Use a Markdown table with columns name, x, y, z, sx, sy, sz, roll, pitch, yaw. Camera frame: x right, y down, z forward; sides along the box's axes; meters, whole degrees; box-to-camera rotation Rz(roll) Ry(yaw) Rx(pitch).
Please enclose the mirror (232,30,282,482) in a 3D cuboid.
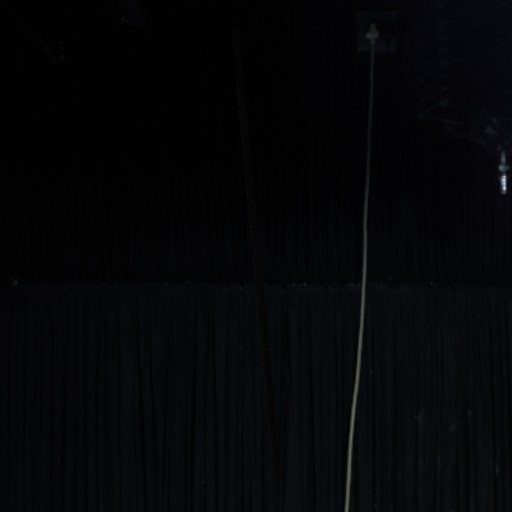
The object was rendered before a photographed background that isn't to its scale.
| name | x | y | z | sx | sy | sz | roll | pitch | yaw |
| --- | --- | --- | --- | --- | --- | --- | --- | --- | --- |
| mirror | 0.000 | 0.000 | 2.387 | 0.221 | 2.020 | 0.812 | 0 | -1 | -1 |
